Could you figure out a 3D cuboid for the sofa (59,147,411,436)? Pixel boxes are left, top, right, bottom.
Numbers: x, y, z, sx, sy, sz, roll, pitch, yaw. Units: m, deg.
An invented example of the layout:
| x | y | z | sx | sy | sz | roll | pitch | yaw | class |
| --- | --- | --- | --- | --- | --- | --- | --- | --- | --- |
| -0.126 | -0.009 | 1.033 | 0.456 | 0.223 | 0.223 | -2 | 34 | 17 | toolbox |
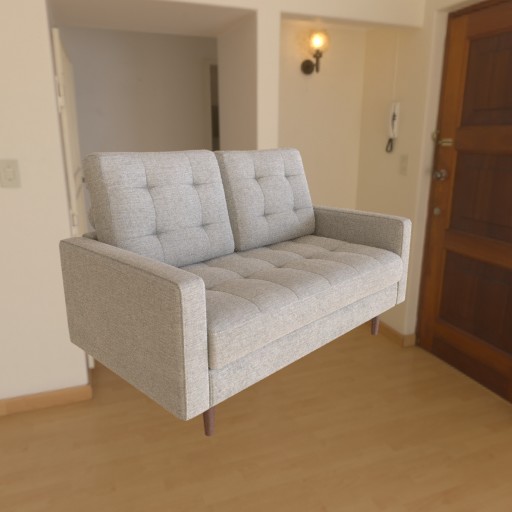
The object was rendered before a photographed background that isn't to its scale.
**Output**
| x | y | z | sx | sy | sz | roll | pitch | yaw | class |
| --- | --- | --- | --- | --- | --- | --- | --- | --- | --- |
| 0.000 | 0.000 | 1.961 | 0.842 | 0.907 | 1.407 | 14 | 21 | 42 | sofa |
